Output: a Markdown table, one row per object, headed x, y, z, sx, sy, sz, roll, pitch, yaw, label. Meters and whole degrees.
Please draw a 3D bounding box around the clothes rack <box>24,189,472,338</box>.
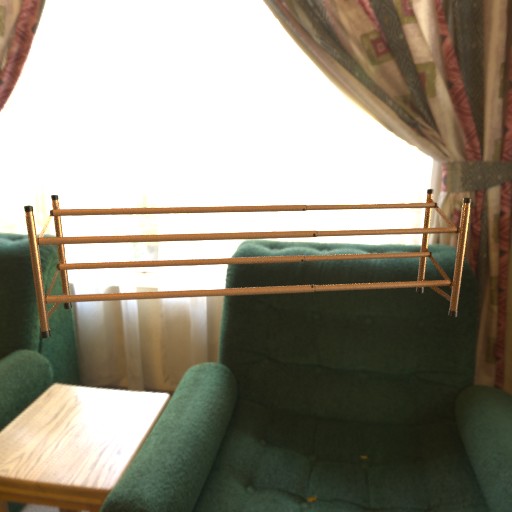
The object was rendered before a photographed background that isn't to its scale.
| x | y | z | sx | sy | sz | roll | pitch | yaw | label |
| --- | --- | --- | --- | --- | --- | --- | --- | --- | --- |
| 0.000 | 0.000 | 1.293 | 1.168 | 0.349 | 0.229 | -2 | 15 | -7 | clothes rack |
